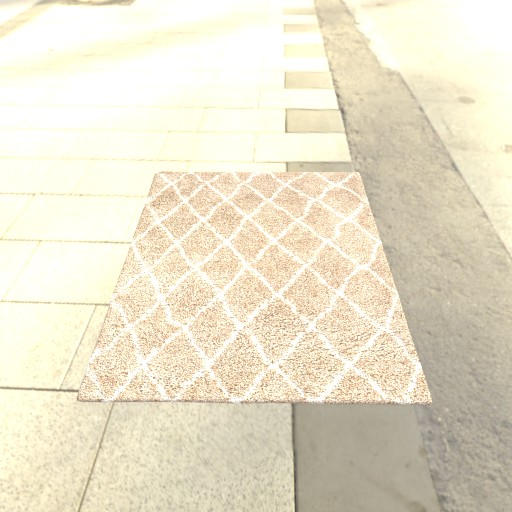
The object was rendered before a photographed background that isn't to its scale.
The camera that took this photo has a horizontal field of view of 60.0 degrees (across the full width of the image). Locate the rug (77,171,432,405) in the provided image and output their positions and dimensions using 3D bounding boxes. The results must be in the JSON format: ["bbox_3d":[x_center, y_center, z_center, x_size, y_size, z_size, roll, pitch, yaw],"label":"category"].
[{"bbox_3d":[0.000,0.000,4.166,2.438,0.029,3.047,0,41,0],"label":"rug"}]
